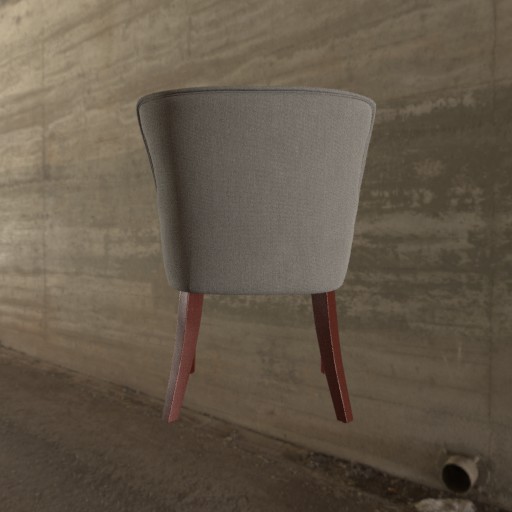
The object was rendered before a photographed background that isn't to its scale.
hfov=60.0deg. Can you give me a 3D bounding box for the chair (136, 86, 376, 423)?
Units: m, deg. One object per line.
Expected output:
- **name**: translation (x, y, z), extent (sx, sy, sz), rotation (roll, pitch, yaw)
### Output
- **chair**: translation (0.000, 0.000, 1.479), extent (0.732, 0.948, 0.677), rotation (0, 1, 0)
